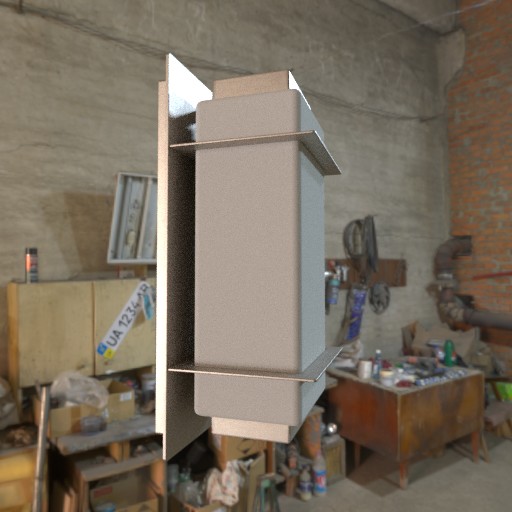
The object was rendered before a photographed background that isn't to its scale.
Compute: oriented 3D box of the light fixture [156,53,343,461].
[{"bbox_3d":[0.000,0.000,0.472,0.160,0.380,0.168,-1,-2,18],"label":"light fixture"}]
